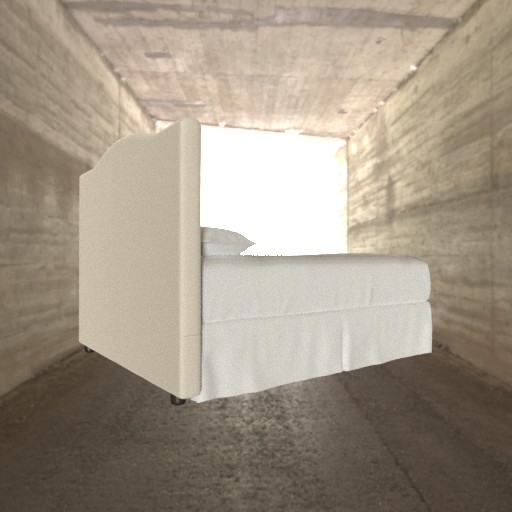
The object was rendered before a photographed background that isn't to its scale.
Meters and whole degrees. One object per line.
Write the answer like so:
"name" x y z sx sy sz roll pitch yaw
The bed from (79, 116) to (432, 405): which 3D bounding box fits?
"bed" 0.000 0.000 3.356 2.143 1.460 1.753 0 -1 -36
